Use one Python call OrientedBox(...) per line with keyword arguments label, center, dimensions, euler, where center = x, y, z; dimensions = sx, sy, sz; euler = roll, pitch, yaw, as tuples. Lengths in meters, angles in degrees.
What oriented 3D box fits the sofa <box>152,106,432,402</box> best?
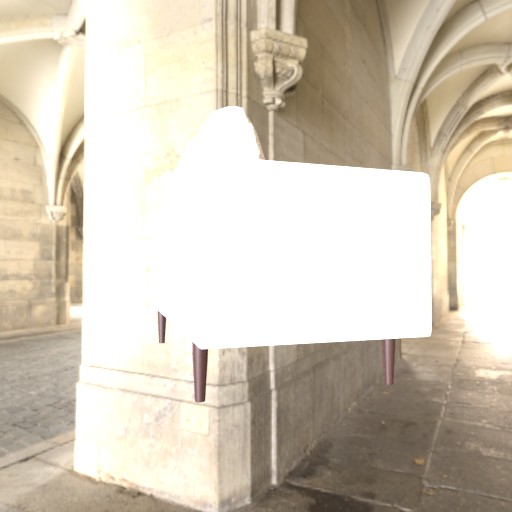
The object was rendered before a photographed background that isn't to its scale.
OrientedBox(label="sofa", center=(0.000, 0.000, 1.977), dimensions=(0.796, 0.908, 1.430), euler=(1, -2, -18))
